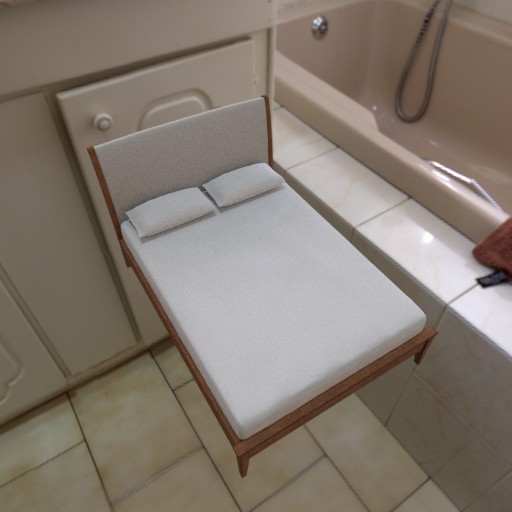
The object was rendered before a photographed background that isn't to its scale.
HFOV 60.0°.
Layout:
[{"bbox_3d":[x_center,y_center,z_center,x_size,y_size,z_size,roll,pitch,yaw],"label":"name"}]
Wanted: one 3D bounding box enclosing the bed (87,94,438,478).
[{"bbox_3d":[0.000,0.000,3.098,1.502,1.135,2.108,-24,51,-21],"label":"bed"}]
